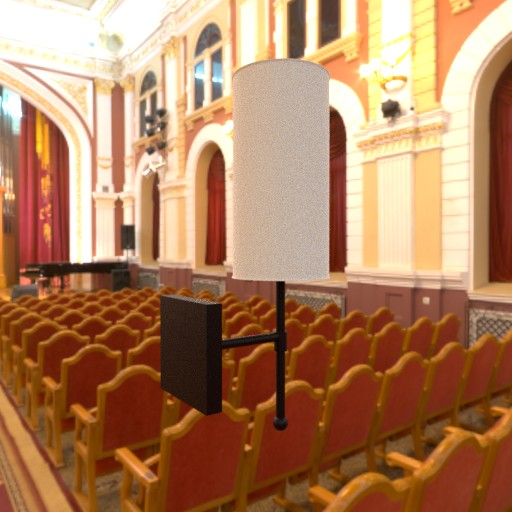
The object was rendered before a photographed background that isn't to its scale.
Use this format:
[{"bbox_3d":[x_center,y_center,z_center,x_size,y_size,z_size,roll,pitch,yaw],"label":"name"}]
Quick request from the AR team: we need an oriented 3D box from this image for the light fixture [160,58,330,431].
[{"bbox_3d":[0.000,0.000,0.559,0.208,0.462,0.128,-1,1,-36],"label":"light fixture"}]
